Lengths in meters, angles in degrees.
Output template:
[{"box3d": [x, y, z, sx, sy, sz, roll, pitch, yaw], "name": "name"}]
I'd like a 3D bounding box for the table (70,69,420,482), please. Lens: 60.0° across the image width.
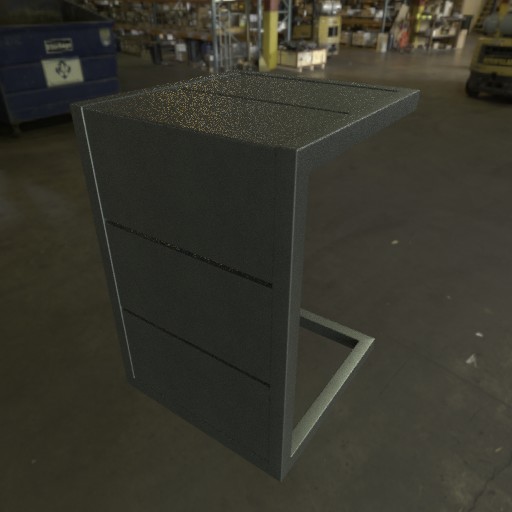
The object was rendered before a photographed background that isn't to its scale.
[{"box3d": [0.000, 0.000, 0.881, 0.405, 0.609, 0.420, 20, 36, 30], "name": "table"}]
